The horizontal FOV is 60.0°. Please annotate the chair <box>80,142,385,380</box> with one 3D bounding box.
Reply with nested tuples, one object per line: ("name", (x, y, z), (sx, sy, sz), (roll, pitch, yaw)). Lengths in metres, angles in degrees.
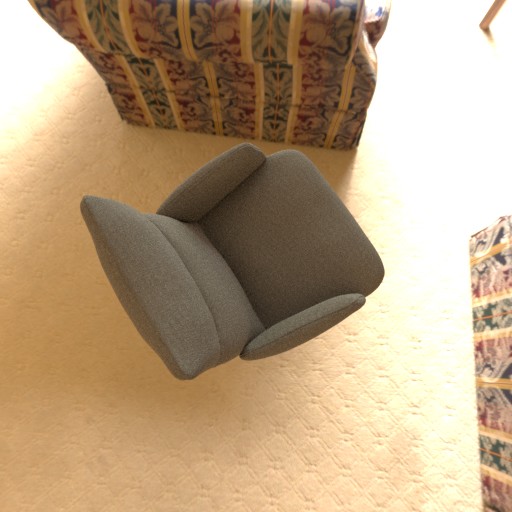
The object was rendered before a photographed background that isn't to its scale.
("chair", (0.000, 0.000, 1.574), (0.831, 0.984, 0.702), (-32, 78, -8))
